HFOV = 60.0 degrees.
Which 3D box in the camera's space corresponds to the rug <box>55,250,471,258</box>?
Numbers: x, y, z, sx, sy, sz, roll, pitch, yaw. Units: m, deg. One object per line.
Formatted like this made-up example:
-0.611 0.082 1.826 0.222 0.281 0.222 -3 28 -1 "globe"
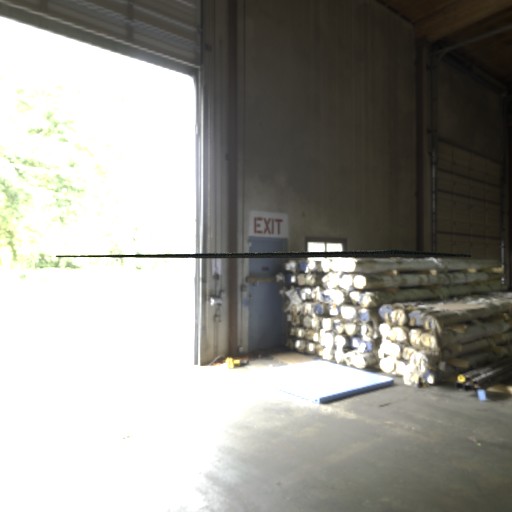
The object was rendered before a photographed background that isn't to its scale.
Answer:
0.000 0.000 3.042 2.449 0.015 1.530 -1 -1 36 "rug"
